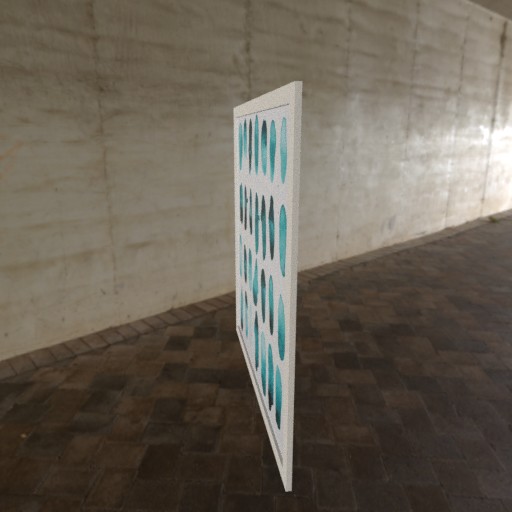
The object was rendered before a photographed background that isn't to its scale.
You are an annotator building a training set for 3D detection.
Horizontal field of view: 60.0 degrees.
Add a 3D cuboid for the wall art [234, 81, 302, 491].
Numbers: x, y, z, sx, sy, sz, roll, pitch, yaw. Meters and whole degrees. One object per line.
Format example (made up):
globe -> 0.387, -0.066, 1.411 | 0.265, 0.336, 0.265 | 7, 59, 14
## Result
wall art -> 0.000, 0.000, 1.216 | 0.013, 0.813, 0.812 | -3, 16, -9
